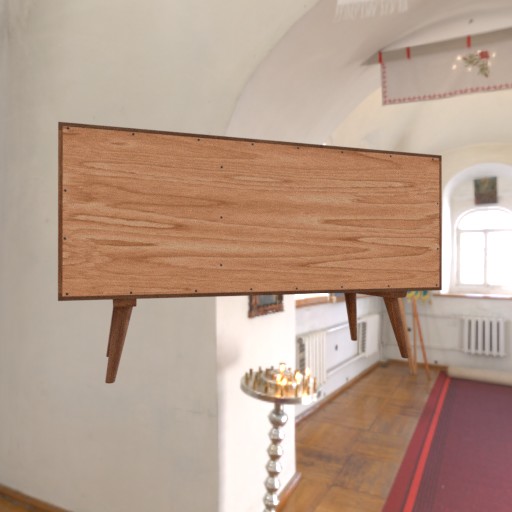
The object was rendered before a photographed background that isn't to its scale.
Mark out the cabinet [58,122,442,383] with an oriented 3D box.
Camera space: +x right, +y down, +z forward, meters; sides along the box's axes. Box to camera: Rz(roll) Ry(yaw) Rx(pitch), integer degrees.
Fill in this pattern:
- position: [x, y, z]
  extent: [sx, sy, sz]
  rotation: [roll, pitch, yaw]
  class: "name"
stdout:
- position: [0.000, 0.000, 1.765]
  extent: [1.400, 0.800, 0.472]
  rotation: [0, 0, -18]
  class: "cabinet"
